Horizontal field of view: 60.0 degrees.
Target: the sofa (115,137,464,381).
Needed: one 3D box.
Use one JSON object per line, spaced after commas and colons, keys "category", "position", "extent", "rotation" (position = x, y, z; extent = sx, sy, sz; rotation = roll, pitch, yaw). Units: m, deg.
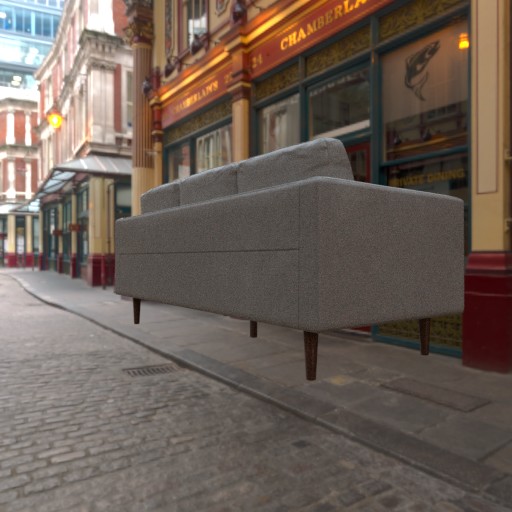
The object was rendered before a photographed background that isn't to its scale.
{"category": "sofa", "position": [0.000, 0.000, 2.508], "extent": [0.944, 0.918, 1.983], "rotation": [0, 0, -36]}
